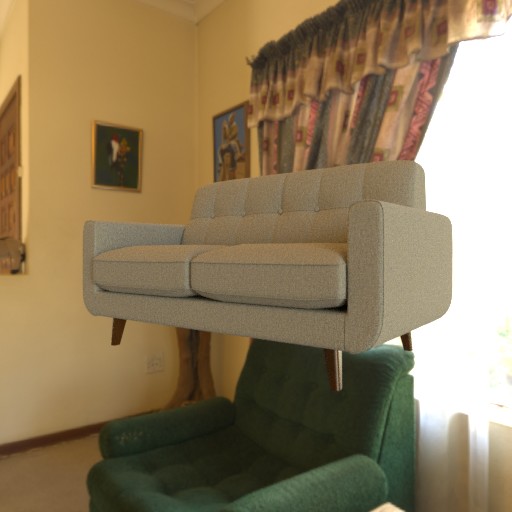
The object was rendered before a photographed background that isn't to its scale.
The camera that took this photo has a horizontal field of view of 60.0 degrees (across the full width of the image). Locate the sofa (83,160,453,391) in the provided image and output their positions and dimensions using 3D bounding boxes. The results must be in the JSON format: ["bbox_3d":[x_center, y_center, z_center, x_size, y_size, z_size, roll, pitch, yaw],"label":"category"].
[{"bbox_3d":[0.000,0.000,2.226,1.651,0.925,0.952,0,1,37],"label":"sofa"}]
